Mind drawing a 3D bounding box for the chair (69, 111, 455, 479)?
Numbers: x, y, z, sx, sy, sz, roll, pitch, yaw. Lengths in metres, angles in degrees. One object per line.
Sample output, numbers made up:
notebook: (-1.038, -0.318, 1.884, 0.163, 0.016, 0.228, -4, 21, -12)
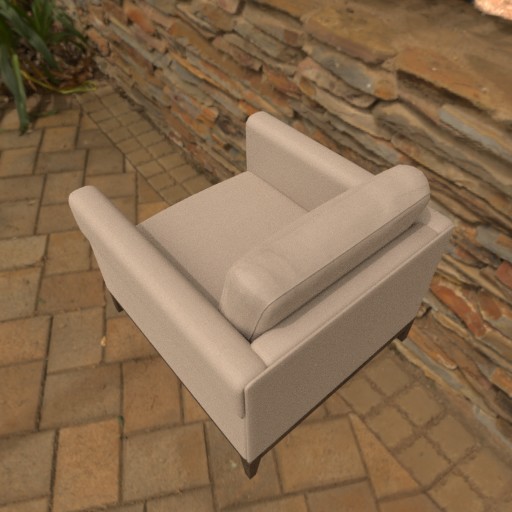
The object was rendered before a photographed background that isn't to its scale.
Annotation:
chair: (0.000, 0.000, 1.640, 0.914, 0.838, 0.959, -32, 54, -27)
